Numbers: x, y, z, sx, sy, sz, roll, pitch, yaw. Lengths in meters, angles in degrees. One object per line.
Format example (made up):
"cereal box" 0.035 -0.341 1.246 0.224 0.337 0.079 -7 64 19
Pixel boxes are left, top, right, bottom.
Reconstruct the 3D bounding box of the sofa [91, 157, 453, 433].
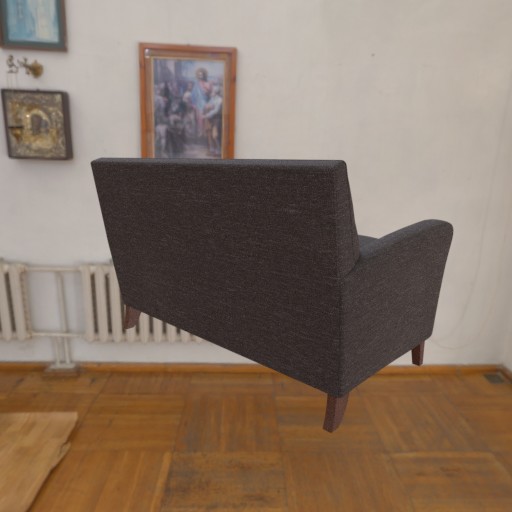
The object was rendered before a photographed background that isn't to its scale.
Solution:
"sofa" 0.000 0.000 2.095 1.509 0.905 0.867 12 18 42
